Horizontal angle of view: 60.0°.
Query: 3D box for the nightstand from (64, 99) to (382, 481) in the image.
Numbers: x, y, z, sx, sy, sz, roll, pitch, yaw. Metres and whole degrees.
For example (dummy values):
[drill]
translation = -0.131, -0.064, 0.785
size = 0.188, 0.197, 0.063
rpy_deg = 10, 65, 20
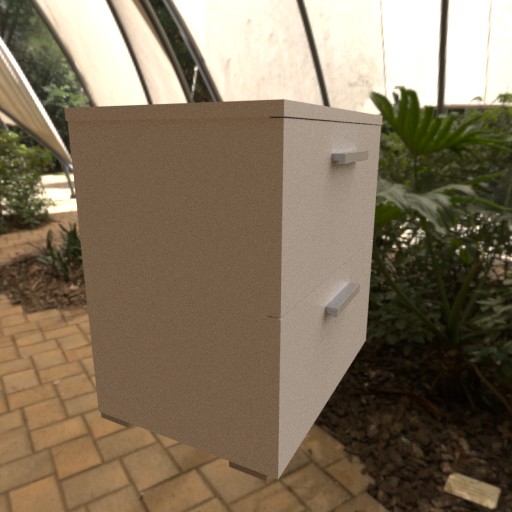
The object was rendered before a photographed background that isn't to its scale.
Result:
[nightstand]
translation = 0.000, 0.000, 0.746
size = 0.325, 0.460, 0.441
rpy_deg = 8, 17, 26
